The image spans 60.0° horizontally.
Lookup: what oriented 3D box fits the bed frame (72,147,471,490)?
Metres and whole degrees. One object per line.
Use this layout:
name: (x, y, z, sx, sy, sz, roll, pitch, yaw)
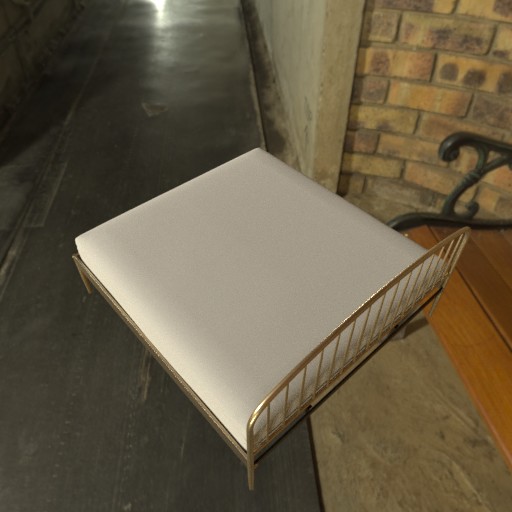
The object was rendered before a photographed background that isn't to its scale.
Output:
bed frame: (0.000, 0.000, 3.353, 2.016, 1.174, 2.152, -33, 54, -28)
